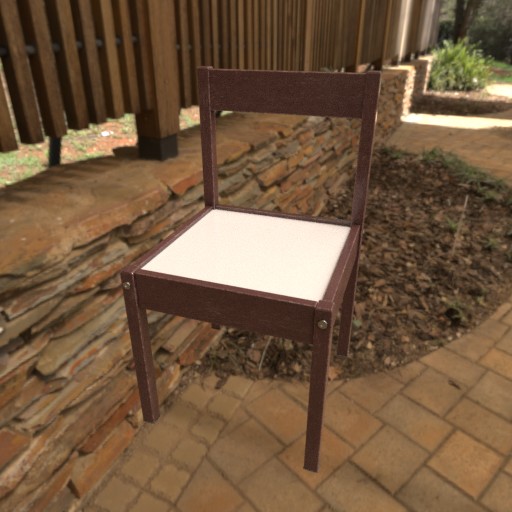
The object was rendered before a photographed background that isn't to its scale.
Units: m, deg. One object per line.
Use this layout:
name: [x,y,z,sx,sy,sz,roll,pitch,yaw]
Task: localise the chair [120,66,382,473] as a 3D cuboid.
chair: [0.000,0.000,0.671,0.285,0.505,0.285,9,28,17]
